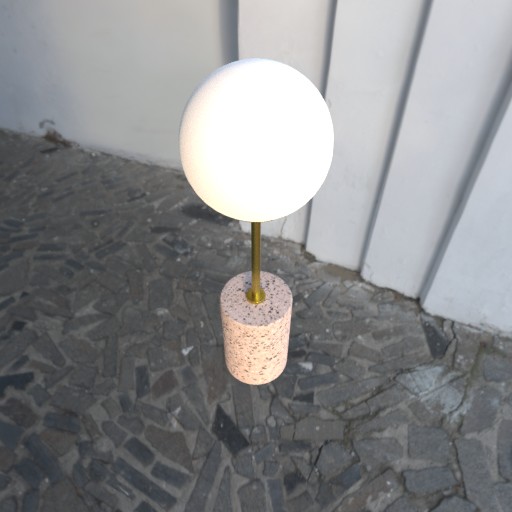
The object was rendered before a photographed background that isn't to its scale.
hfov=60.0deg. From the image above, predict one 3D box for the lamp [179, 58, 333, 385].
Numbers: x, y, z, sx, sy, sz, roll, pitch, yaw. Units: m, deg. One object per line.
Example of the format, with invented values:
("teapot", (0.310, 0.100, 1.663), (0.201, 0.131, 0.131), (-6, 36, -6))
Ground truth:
("lamp", (0.000, 0.000, 0.561), (0.153, 0.480, 0.153), (0, 46, 0))
